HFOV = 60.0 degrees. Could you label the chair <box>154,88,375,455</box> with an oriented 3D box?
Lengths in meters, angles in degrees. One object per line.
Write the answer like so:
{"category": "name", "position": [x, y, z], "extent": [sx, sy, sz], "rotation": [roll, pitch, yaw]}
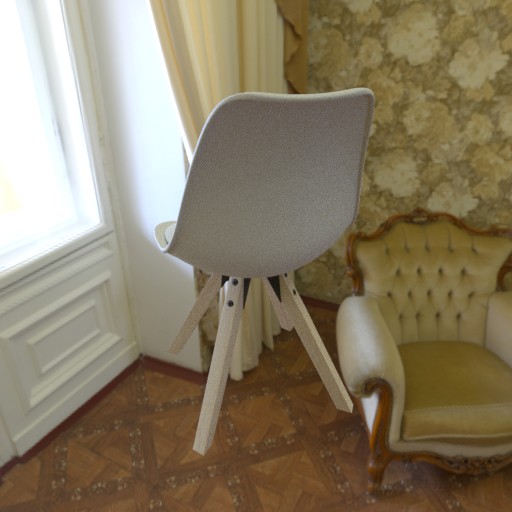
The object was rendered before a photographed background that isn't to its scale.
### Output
{"category": "chair", "position": [0.000, 0.000, 1.136], "extent": [0.485, 0.850, 0.550], "rotation": [-9, 28, -17]}
